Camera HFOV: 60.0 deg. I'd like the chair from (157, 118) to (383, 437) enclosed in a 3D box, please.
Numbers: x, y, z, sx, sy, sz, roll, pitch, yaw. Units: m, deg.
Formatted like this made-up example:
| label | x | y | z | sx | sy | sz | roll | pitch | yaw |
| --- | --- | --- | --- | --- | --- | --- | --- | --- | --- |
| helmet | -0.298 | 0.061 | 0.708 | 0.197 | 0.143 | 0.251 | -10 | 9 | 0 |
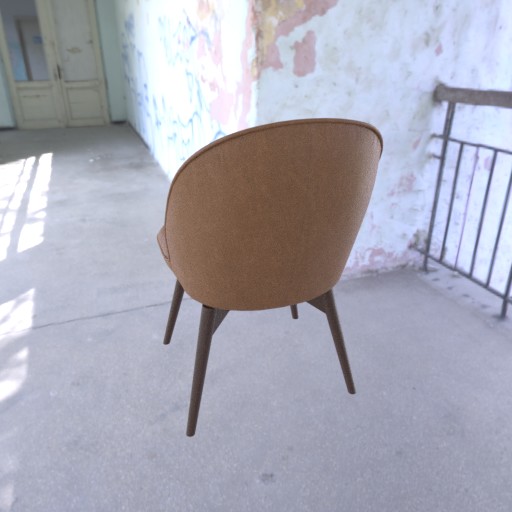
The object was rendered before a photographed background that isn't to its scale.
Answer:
| label | x | y | z | sx | sy | sz | roll | pitch | yaw |
| --- | --- | --- | --- | --- | --- | --- | --- | --- | --- |
| chair | 0.000 | 0.000 | 1.249 | 0.521 | 0.831 | 0.631 | -8 | 27 | -17 |
